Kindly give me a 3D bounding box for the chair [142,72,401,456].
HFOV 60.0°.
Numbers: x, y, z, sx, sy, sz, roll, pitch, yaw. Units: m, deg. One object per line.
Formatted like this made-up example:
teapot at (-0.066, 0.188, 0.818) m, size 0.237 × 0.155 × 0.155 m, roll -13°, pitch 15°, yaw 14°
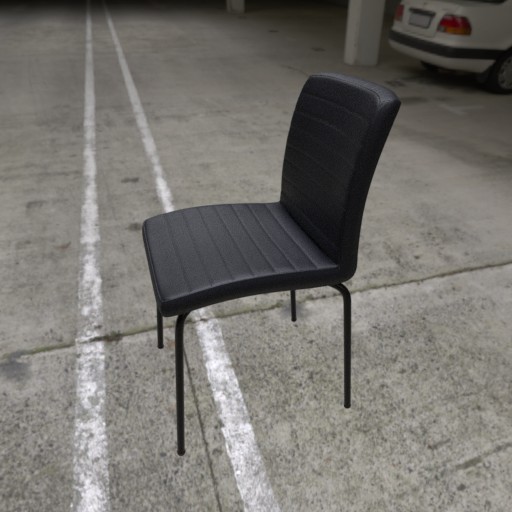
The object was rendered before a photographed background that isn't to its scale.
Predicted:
chair at (0.000, 0.000, 1.198) m, size 0.572 × 0.872 × 0.450 m, roll -9°, pitch 32°, yaw -15°
